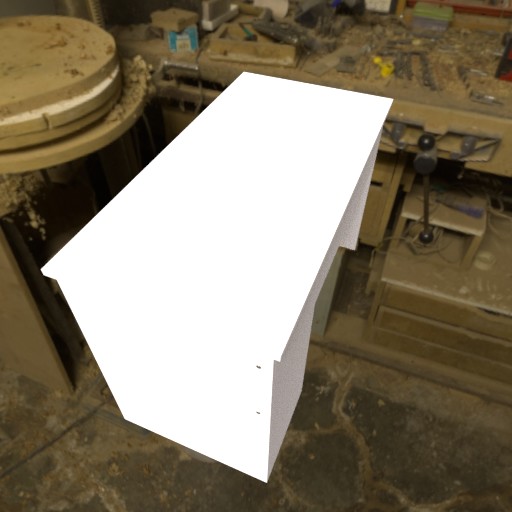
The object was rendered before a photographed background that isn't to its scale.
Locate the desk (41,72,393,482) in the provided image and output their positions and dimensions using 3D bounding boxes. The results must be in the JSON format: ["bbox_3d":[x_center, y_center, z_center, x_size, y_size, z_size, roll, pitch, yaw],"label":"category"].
[{"bbox_3d":[0.000,0.000,1.506,0.560,0.730,1.096,17,48,16],"label":"desk"}]
